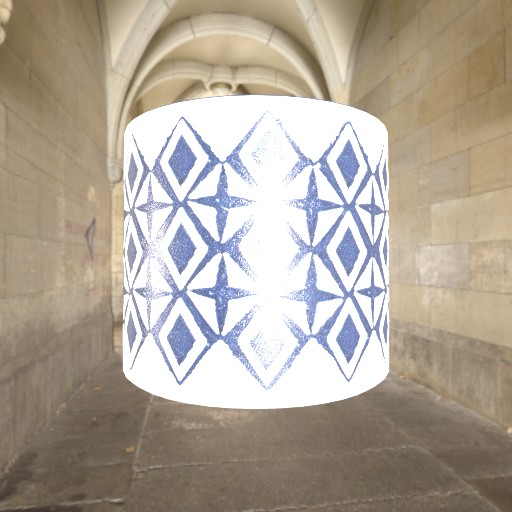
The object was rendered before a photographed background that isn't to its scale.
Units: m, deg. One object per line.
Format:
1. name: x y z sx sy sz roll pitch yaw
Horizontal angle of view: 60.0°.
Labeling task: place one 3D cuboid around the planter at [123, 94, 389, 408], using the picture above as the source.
1. planter: 0.000 0.000 0.277 0.159 0.144 0.159 0 -1 0
